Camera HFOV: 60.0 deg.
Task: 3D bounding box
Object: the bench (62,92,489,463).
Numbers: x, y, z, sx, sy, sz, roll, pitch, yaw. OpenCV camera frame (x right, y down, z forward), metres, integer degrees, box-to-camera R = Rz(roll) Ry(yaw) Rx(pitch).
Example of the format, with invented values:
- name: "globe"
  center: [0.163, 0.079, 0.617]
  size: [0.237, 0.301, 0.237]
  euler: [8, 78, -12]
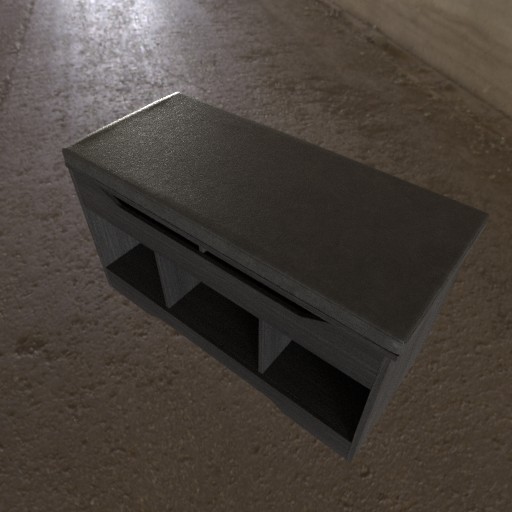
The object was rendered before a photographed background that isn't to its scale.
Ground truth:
- name: "bench"
  center: [0.000, 0.000, 1.160]
  size: [0.905, 0.501, 0.401]
  euler: [29, 52, 26]
